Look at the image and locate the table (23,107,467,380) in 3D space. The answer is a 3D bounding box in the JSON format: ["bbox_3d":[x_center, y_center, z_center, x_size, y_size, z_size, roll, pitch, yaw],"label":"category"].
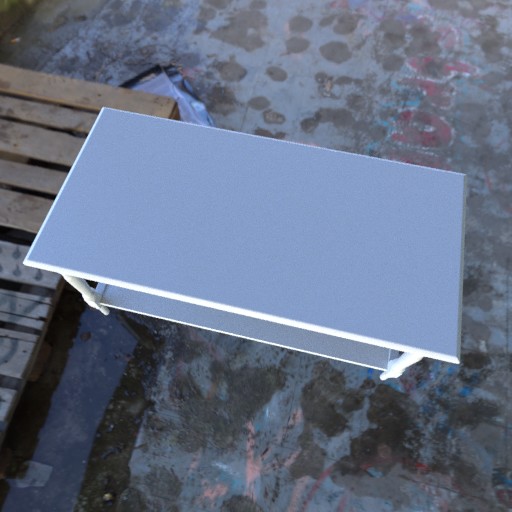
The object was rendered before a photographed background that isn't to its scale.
[{"bbox_3d":[0.000,0.000,1.428,1.109,0.506,0.551,12,65,6],"label":"table"}]
